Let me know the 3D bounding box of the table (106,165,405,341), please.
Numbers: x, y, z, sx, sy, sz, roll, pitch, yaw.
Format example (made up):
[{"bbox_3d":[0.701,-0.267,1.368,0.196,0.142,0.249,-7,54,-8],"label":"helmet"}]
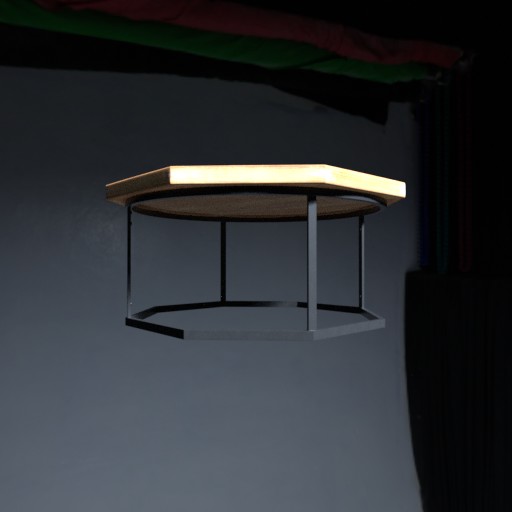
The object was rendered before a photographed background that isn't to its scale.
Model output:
[{"bbox_3d":[0.000,0.000,1.559,1.002,0.444,1.002,0,0,0],"label":"table"}]
